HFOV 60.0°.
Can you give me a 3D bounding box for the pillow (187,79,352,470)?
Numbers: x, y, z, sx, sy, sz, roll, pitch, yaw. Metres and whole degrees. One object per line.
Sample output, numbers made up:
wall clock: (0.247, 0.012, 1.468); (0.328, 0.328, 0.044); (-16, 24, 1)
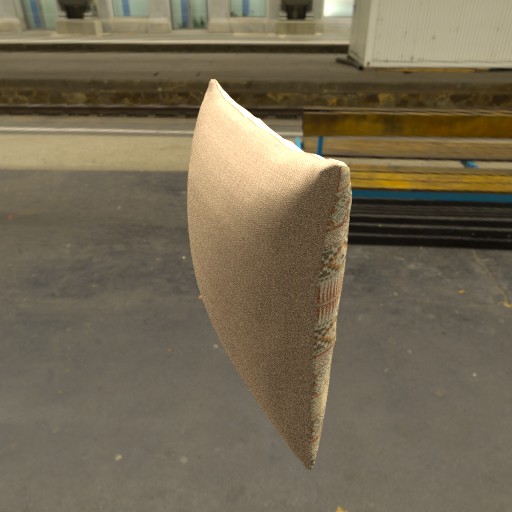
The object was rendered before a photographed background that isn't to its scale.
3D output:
pillow: (0.000, 0.000, 0.791); (0.215, 0.519, 0.521); (-10, 32, -17)
